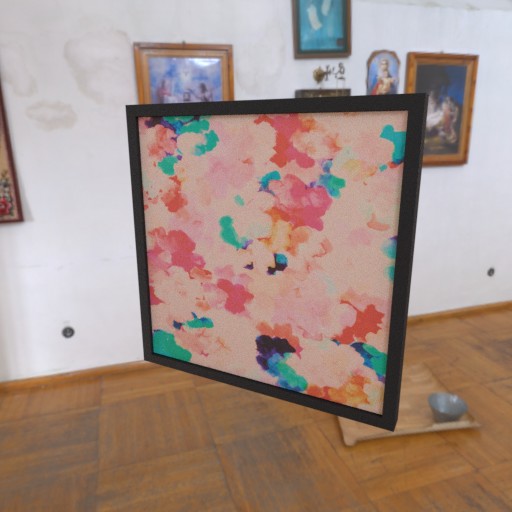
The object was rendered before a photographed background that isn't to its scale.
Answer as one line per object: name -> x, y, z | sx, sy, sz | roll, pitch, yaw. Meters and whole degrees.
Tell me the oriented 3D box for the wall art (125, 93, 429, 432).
wall art -> 0.000, 0.000, 0.759 | 0.506, 0.503, 0.036 | 8, 17, 26
